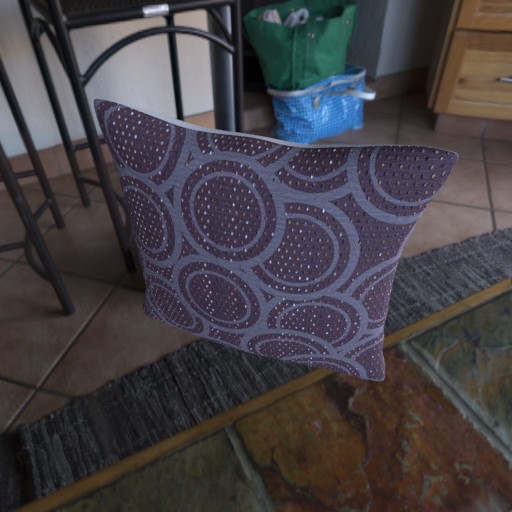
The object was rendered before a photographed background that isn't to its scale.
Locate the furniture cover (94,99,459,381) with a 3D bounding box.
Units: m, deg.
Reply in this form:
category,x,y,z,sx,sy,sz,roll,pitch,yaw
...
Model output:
category,x,y,z,sx,sy,sz,roll,pitch,yaw
furniture cover,0.000,0.000,0.801,0.552,0.509,0.193,13,43,14
